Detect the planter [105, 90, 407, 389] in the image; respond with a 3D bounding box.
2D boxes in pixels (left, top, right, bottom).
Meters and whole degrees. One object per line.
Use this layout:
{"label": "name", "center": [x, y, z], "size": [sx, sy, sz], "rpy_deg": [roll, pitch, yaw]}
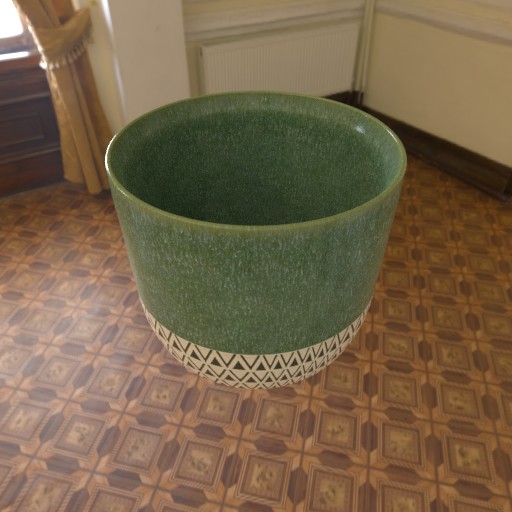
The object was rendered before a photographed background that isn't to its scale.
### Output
{"label": "planter", "center": [0.000, 0.000, 0.488], "size": [0.266, 0.270, 0.266], "rpy_deg": [0, 40, 0]}
